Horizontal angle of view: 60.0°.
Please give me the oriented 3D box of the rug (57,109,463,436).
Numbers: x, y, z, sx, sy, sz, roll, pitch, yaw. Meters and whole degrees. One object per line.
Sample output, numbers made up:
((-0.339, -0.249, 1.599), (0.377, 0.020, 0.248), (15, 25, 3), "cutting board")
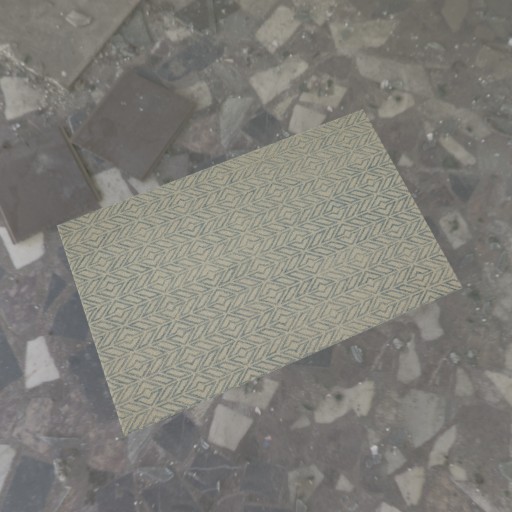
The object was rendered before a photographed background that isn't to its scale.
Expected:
((0.000, 0.000, 3.109), (2.441, 0.008, 1.526), (-22, 76, -6), "rug")
